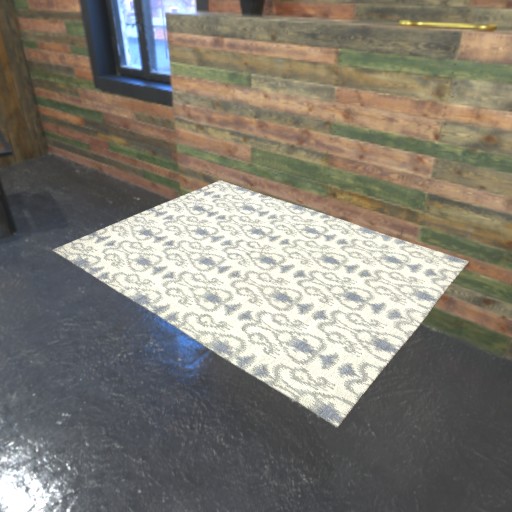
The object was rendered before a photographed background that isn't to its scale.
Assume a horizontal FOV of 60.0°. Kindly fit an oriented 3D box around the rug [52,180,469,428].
[{"bbox_3d":[0.000,0.000,2.979,2.261,0.013,1.676,23,38,33],"label":"rug"}]
